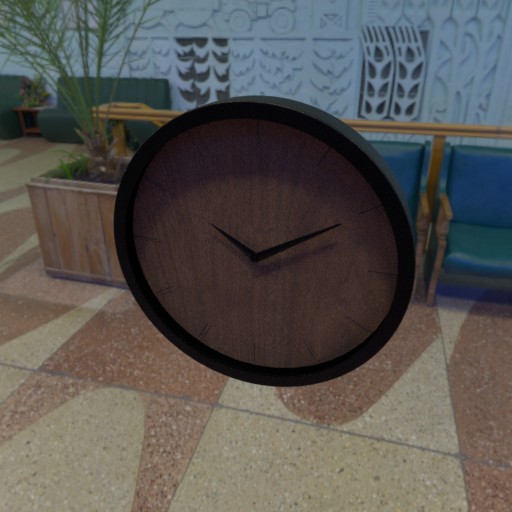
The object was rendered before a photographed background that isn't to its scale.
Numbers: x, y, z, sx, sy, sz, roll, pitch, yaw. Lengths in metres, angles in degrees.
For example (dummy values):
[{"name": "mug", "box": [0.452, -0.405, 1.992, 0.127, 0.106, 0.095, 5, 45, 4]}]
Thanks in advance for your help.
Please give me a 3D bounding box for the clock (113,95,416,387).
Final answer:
[{"name": "clock", "box": [0.000, 0.000, 0.463, 0.314, 0.314, 0.040, 8, 28, 15]}]
